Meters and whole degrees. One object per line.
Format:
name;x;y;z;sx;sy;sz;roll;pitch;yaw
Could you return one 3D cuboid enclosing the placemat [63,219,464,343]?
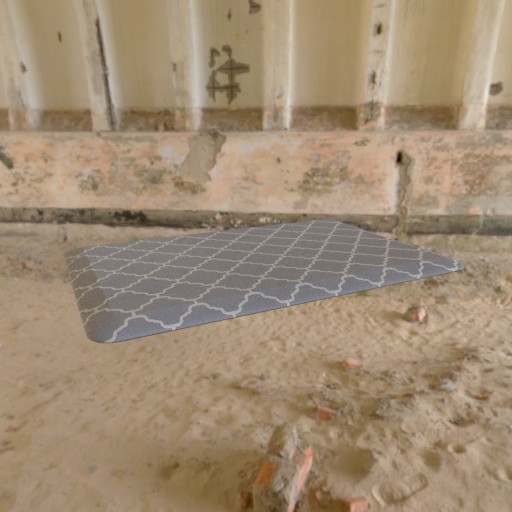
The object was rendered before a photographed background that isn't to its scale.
placemat;0.000;0.000;0.982;0.762;0.021;0.508;-8;19;-25
